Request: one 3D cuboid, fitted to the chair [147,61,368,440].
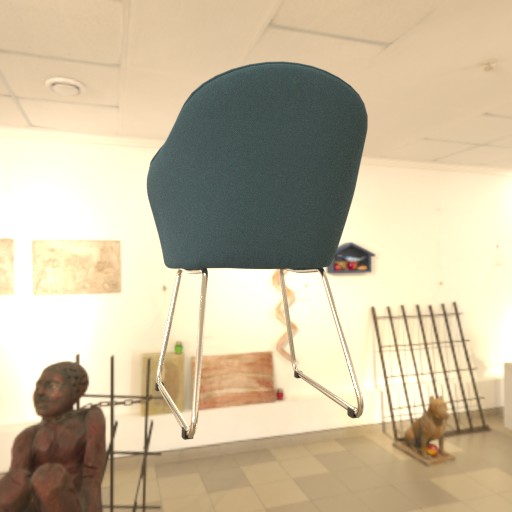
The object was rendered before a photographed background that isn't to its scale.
[{"bbox_3d":[0.000,0.000,1.208,0.570,0.815,0.585,0,-1,-18],"label":"chair"}]
